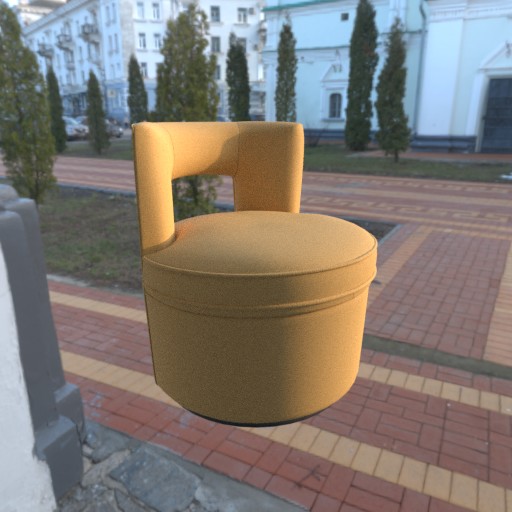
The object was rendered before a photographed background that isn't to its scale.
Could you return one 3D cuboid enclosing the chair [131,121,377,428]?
[{"bbox_3d":[0.000,0.000,1.250,0.665,0.723,0.650,16,24,42],"label":"chair"}]
